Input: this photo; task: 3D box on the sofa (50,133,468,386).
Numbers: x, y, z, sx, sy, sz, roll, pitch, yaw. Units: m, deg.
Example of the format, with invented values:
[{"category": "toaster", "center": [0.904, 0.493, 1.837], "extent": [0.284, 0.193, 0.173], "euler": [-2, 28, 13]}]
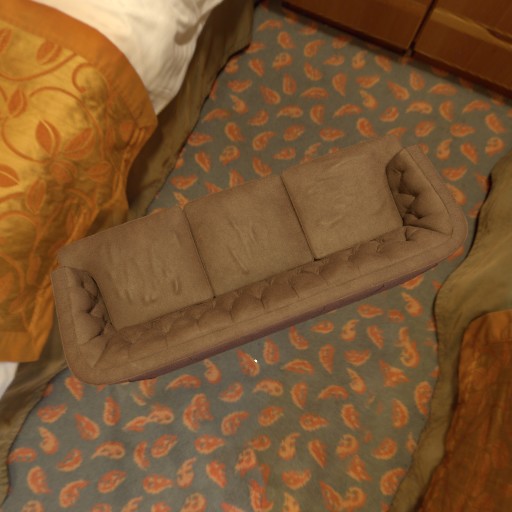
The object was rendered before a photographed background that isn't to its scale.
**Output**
[{"category": "sofa", "center": [0.000, 0.000, 2.677], "extent": [2.227, 0.787, 0.927], "euler": [-20, 77, -5]}]
